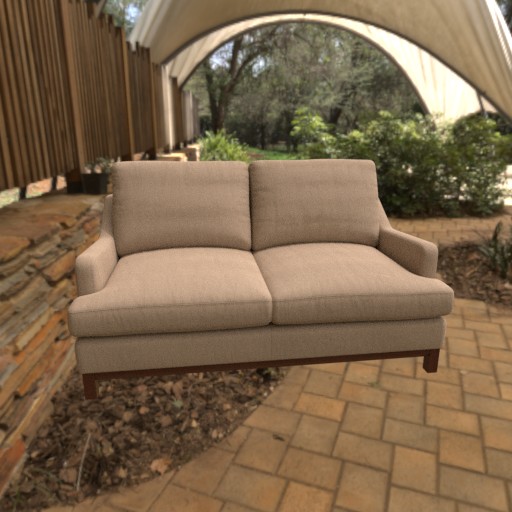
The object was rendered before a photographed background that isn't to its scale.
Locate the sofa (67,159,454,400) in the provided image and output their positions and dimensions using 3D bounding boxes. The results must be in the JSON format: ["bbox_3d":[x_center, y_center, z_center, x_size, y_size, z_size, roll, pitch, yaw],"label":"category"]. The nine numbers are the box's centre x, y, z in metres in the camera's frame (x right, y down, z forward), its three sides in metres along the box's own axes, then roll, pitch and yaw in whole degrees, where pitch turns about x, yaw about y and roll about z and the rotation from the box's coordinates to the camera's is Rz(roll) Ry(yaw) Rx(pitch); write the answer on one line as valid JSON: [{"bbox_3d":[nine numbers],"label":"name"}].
[{"bbox_3d":[0.000,0.000,2.245,1.619,0.910,1.004,-2,17,-7],"label":"sofa"}]
